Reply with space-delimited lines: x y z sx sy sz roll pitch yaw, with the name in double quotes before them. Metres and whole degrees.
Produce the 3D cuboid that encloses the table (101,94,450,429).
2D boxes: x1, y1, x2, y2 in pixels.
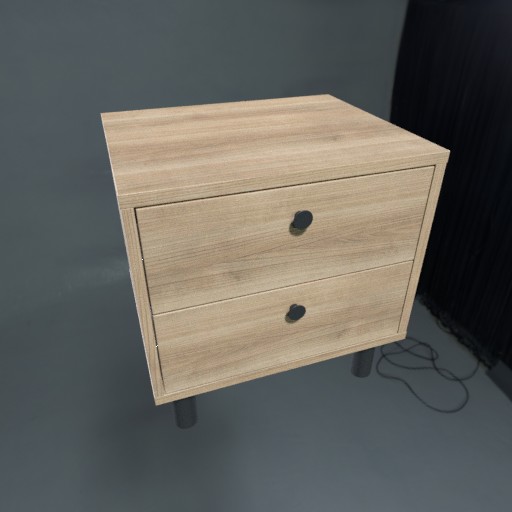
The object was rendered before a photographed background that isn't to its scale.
"table" 0.000 0.000 0.812 0.445 0.460 0.380 -11 34 -16
